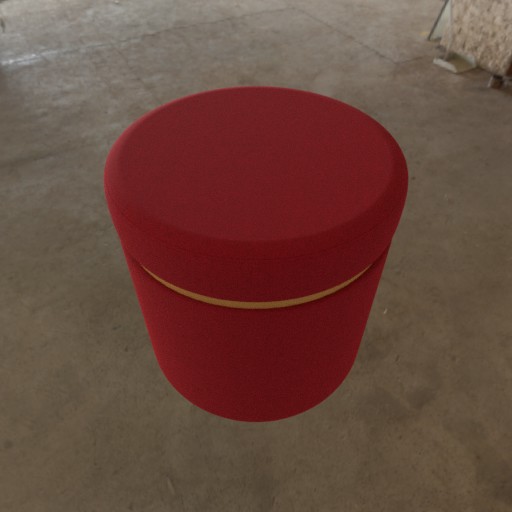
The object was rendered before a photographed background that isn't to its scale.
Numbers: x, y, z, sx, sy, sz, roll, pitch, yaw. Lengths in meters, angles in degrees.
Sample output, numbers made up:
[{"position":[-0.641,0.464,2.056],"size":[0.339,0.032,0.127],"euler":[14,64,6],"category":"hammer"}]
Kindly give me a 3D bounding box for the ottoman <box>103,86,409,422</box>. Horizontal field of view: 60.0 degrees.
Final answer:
[{"position":[0.000,0.000,0.727],"size":[0.400,0.406,0.400],"euler":[0,46,0],"category":"ottoman"}]
